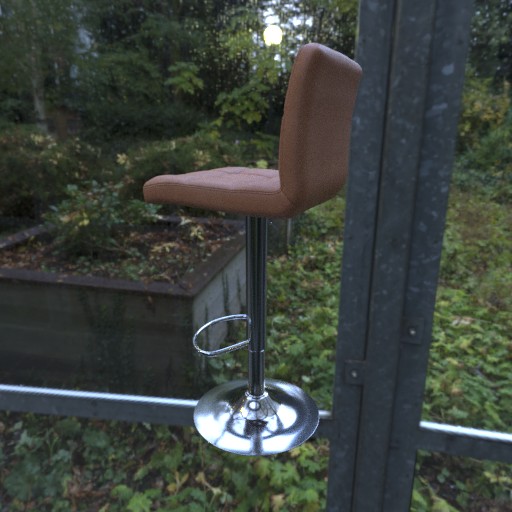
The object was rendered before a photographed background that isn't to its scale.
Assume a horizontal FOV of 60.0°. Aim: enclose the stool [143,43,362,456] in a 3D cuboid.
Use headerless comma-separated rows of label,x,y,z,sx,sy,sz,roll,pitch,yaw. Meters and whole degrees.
stool,0.000,0.000,1.357,0.505,1.115,0.430,8,18,25
